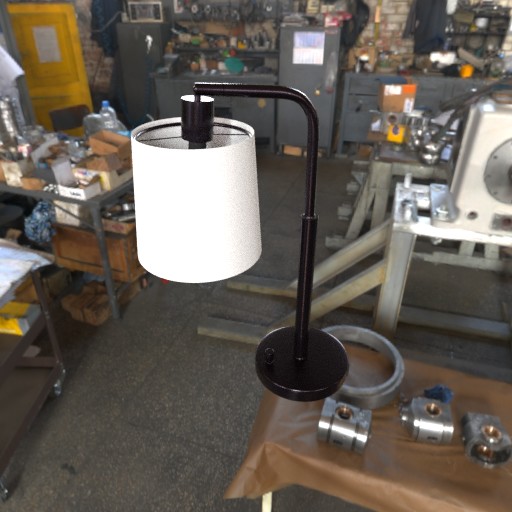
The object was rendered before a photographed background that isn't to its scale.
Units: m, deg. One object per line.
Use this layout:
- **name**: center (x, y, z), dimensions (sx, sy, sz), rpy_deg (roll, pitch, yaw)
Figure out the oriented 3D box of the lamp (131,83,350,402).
- **lamp**: center (0.000, 0.000, 0.654), dimensions (0.333, 0.489, 0.171), rpy_deg (-8, 32, -13)
